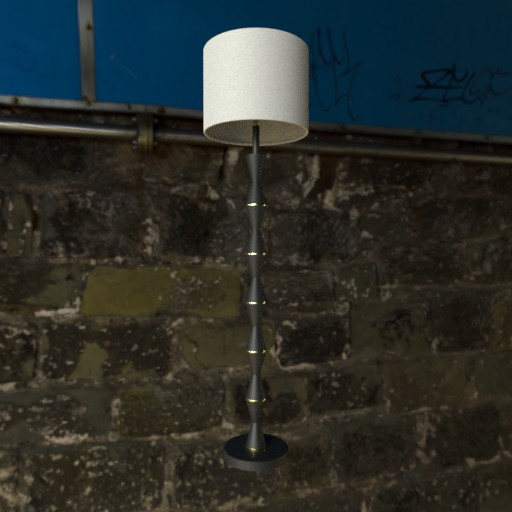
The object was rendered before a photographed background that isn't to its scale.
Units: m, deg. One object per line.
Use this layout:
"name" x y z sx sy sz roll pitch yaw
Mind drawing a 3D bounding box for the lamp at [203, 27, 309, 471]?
"lamp" 0.000 0.000 1.632 0.381 1.480 0.381 0 1 -1
